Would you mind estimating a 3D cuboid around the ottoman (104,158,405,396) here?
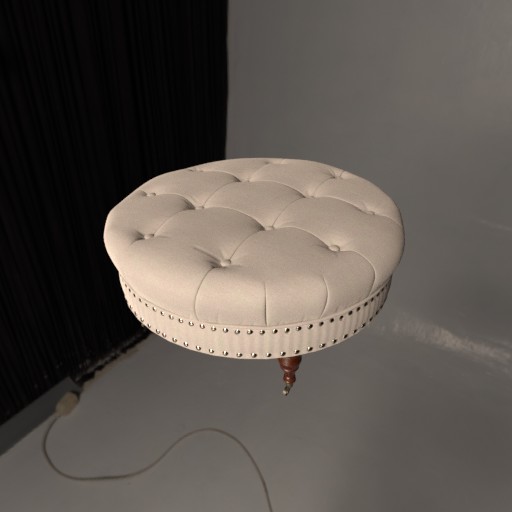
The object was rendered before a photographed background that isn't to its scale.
[{"bbox_3d":[0.000,0.000,1.434,0.901,0.439,0.901,0,31,0],"label":"ottoman"}]
